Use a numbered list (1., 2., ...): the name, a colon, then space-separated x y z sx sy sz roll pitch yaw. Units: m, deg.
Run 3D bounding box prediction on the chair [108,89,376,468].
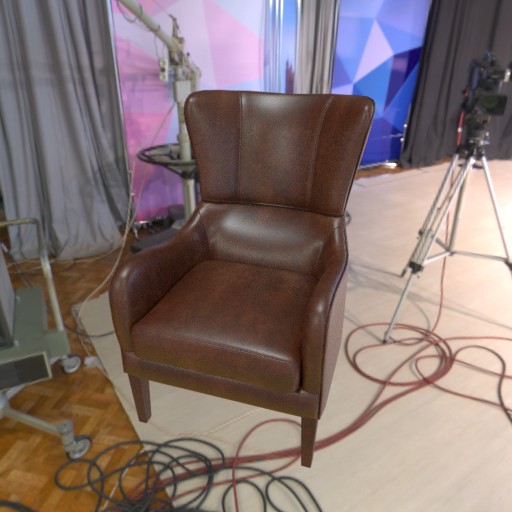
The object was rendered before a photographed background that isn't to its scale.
1. chair: 0.000 0.000 1.601 0.692 1.048 0.914 8 28 16
